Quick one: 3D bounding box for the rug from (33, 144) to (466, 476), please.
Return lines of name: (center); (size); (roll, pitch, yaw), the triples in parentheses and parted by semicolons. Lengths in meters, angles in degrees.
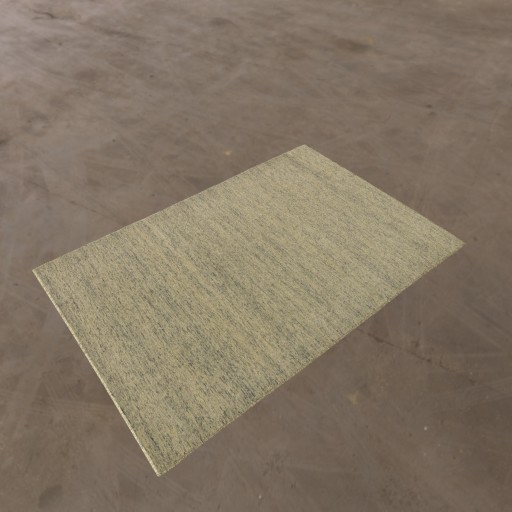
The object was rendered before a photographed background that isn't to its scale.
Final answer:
rug: (0.000, 0.000, 2.258); (1.846, 0.014, 1.243); (-30, 53, -26)
